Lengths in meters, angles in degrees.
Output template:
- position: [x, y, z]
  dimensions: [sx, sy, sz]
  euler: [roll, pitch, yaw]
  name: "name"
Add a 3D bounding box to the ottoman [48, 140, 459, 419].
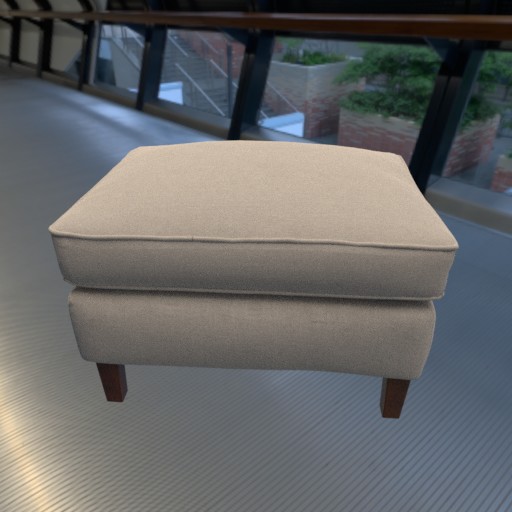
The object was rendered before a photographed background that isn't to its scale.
- position: [0.000, 0.000, 0.960]
  dimensions: [0.665, 0.456, 0.501]
  euler: [2, 30, 4]
  name: "ottoman"
